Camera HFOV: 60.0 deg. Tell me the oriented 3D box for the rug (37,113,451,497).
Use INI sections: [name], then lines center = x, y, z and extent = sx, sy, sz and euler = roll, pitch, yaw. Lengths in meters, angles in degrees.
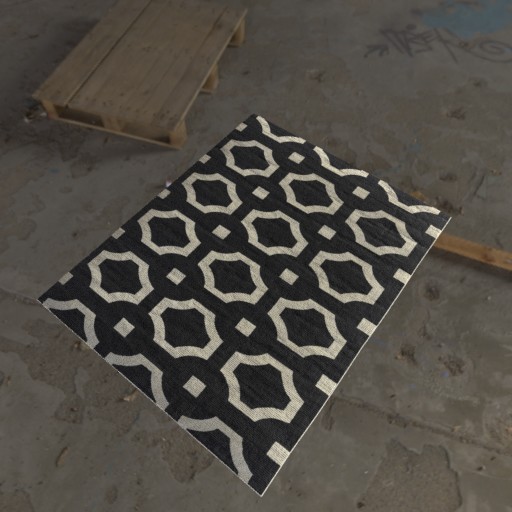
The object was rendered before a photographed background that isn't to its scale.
[rug]
center = 0.000, 0.000, 4.088
extent = 2.466, 0.021, 3.049
euler = 33, 64, 19
